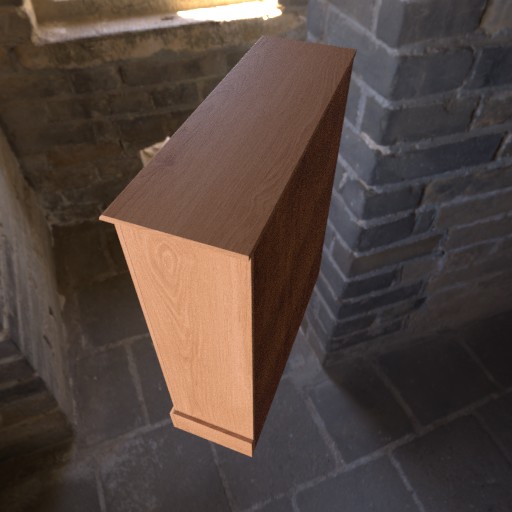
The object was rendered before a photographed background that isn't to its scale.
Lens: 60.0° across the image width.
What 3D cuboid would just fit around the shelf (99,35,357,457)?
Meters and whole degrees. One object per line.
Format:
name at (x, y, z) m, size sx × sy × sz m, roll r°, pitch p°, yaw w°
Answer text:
shelf at (0.000, 0.000, 1.383) m, size 0.291 × 0.980 × 0.840 m, roll 16°, pitch 50°, yaw 14°
